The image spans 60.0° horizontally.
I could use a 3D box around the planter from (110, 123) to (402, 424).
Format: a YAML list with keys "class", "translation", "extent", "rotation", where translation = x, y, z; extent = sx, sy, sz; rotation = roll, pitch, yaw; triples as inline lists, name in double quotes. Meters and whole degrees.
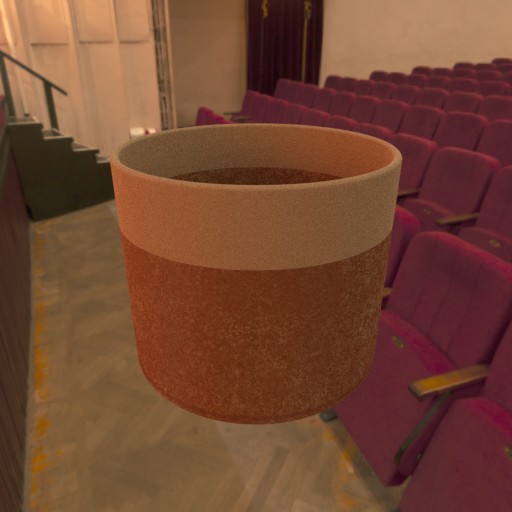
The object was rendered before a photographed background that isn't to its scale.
- class: "planter"
  translation: [0.000, 0.000, 0.280]
  extent: [0.159, 0.138, 0.159]
  rotation: [0, 26, 0]
